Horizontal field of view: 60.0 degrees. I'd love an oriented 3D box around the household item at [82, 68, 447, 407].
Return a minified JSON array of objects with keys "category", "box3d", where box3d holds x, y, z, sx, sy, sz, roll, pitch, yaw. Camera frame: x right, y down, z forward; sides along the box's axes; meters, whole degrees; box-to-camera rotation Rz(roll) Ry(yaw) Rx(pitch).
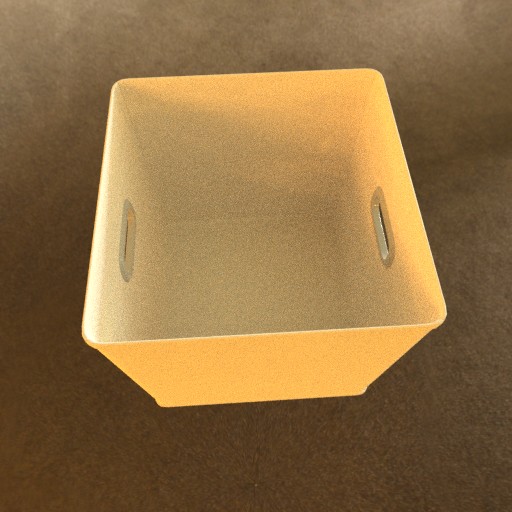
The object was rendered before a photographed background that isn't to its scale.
[{"category":"household item","box3d":[0.000,0.000,0.560,0.305,0.305,0.305,-3,63,-2]}]
